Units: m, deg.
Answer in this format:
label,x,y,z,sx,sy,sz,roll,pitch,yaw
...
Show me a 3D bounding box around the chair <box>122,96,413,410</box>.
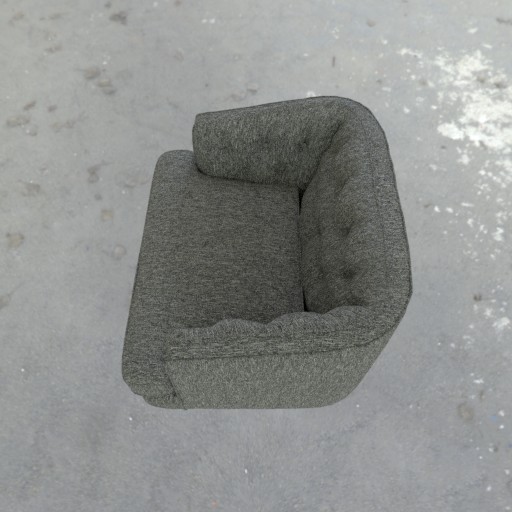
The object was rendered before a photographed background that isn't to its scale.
label,x,y,z,sx,sy,sz,roll,pitch,yaw
chair,0.000,0.000,1.798,0.941,0.852,1.104,1,58,0
